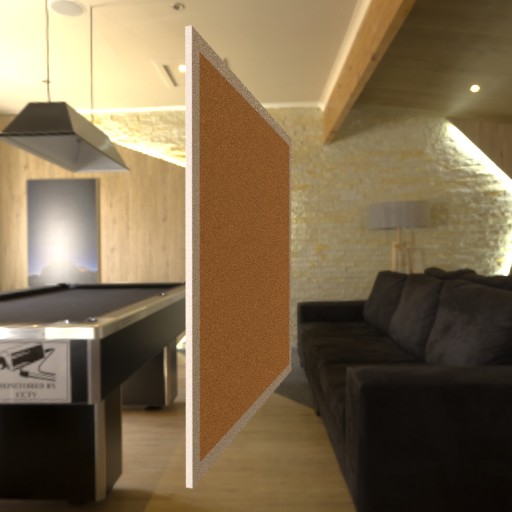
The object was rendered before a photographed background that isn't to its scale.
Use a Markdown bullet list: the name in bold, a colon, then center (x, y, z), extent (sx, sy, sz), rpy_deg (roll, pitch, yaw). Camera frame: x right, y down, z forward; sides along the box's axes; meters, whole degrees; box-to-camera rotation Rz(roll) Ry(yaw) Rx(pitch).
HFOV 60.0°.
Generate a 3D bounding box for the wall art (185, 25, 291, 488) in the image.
- **wall art**: center (0.000, 0.000, 0.803), extent (0.009, 0.559, 0.558), rpy_deg (0, 1, 17)
